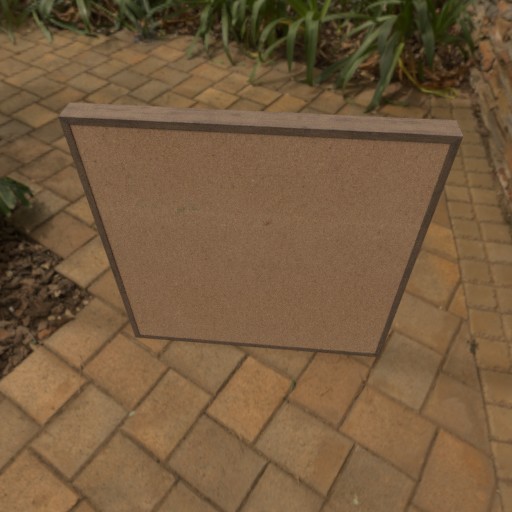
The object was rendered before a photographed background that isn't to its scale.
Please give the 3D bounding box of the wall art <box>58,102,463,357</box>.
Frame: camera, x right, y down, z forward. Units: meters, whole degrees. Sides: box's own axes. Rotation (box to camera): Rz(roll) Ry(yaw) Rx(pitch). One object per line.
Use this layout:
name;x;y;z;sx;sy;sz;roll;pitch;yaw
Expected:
wall art;0.000;0.000;0.750;0.508;0.508;0.038;4;46;4
